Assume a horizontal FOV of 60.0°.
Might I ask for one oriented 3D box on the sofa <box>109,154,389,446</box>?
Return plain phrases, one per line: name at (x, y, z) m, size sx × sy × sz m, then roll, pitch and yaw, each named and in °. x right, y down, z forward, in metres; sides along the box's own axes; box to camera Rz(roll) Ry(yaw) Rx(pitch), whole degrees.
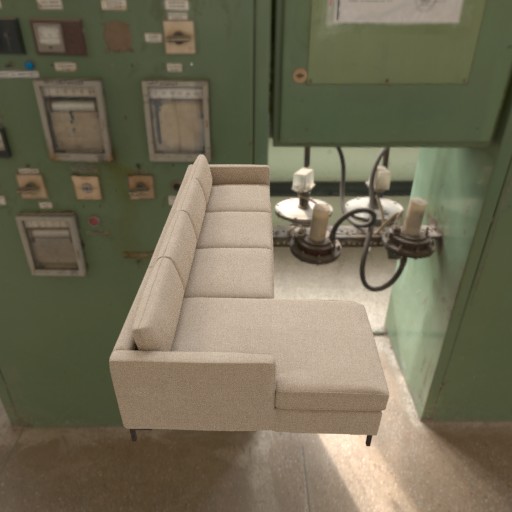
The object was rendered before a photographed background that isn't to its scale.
sofa at (0.000, 0.000, 3.575) m, size 1.469 × 0.816 × 2.923 m, roll 0°, pitch 32°, yaw 1°
